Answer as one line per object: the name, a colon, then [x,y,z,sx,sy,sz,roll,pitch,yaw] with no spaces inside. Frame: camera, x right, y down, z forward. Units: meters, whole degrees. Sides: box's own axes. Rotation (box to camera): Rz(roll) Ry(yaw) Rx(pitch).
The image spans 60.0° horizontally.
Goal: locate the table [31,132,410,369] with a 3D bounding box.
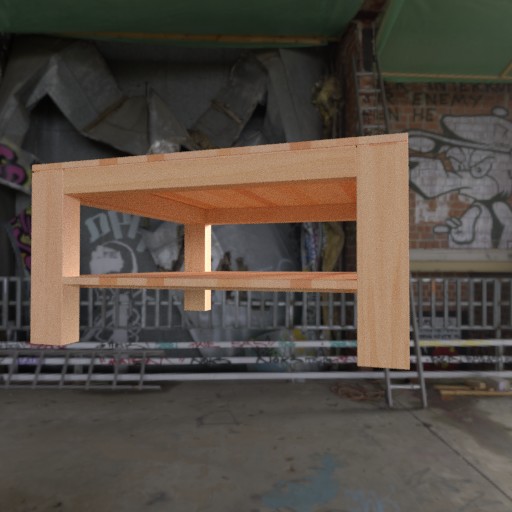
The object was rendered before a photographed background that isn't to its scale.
table: [0.000,0.000,1.407,0.900,0.450,0.900,0,-1,18]
